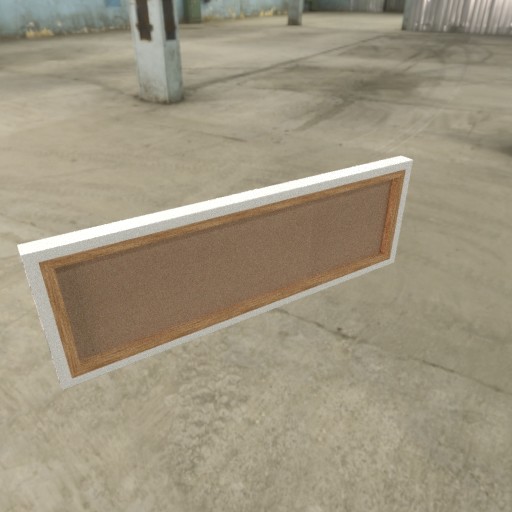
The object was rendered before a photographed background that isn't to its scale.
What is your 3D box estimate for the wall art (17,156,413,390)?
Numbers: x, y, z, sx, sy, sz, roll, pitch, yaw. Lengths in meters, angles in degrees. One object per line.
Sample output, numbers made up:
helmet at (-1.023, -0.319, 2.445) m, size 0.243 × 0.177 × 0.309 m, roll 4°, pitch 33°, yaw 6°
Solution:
wall art at (0.000, 0.000, 0.847) m, size 0.766 × 0.256 × 0.036 m, roll -17°, pitch 34°, yaw -27°
